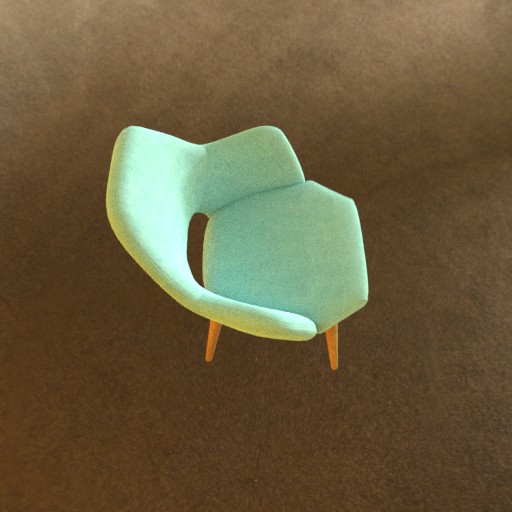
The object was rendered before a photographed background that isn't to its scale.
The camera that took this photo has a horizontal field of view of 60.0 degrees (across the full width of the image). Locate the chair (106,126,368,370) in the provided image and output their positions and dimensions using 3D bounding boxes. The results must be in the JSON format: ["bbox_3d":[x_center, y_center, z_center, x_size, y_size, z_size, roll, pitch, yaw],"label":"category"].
[{"bbox_3d":[0.000,0.000,1.284,0.610,0.840,0.590,-1,63,0],"label":"chair"}]
